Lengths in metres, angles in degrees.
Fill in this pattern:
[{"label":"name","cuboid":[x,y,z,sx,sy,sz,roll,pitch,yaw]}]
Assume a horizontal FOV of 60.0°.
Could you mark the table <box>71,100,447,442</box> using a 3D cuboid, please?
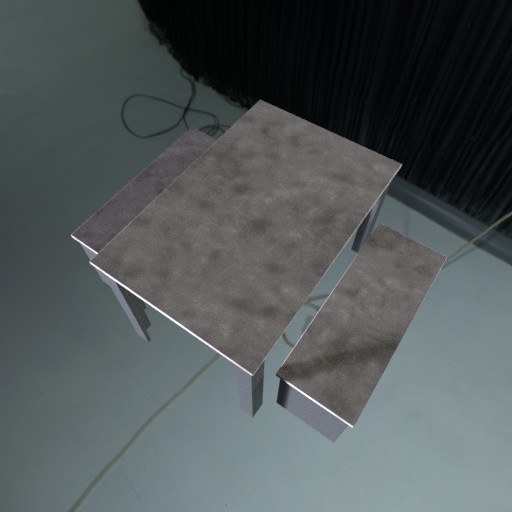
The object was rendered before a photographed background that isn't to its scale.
[{"label":"table","cuboid":[0.000,0.000,2.045,1.443,0.700,1.100,31,63,18]}]
